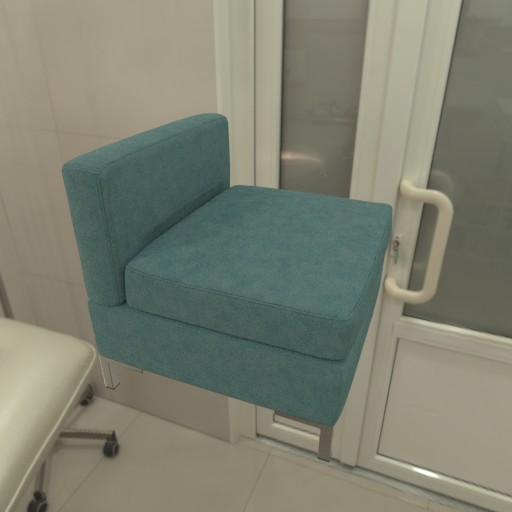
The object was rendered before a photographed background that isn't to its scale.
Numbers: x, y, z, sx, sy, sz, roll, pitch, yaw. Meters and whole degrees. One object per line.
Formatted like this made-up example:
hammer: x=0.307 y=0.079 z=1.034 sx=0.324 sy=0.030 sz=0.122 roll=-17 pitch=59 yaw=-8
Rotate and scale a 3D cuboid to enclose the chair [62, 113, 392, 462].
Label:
chair: x=0.000 y=0.000 z=1.260 sx=0.685 sy=0.660 sz=0.684 roll=11 pitch=30 yaw=19
